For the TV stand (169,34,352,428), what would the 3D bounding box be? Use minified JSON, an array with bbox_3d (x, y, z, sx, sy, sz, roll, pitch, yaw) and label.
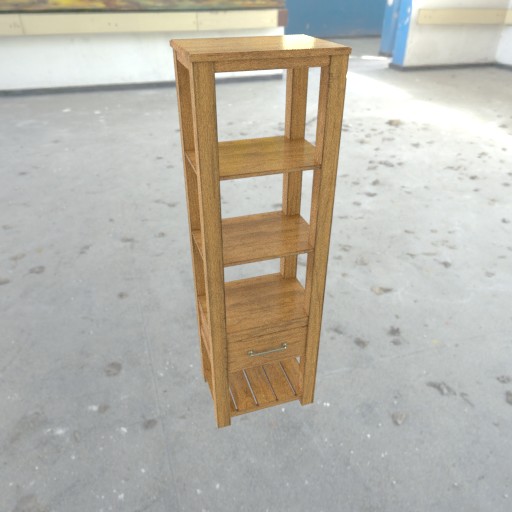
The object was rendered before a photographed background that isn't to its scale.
[{"bbox_3d":[0.000,0.000,2.098,0.565,1.828,0.435,-10,33,-15],"label":"TV stand"}]
